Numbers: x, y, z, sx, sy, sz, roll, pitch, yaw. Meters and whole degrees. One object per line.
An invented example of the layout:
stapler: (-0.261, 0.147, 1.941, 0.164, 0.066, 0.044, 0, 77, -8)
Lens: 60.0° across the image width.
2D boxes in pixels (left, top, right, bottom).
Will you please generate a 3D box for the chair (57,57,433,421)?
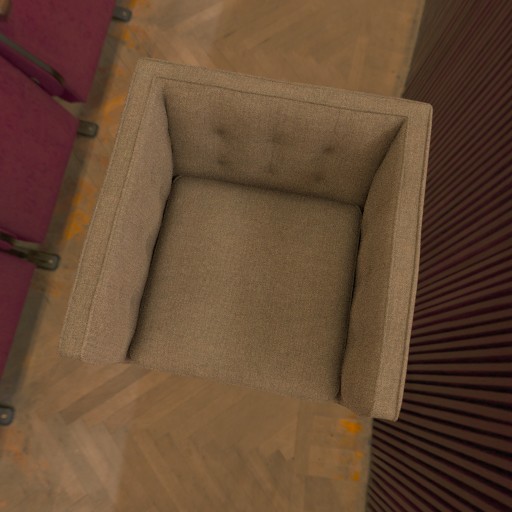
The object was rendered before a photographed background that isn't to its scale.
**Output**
chair: (0.000, 0.000, 1.580, 0.920, 0.799, 0.912, 10, 76, 3)
